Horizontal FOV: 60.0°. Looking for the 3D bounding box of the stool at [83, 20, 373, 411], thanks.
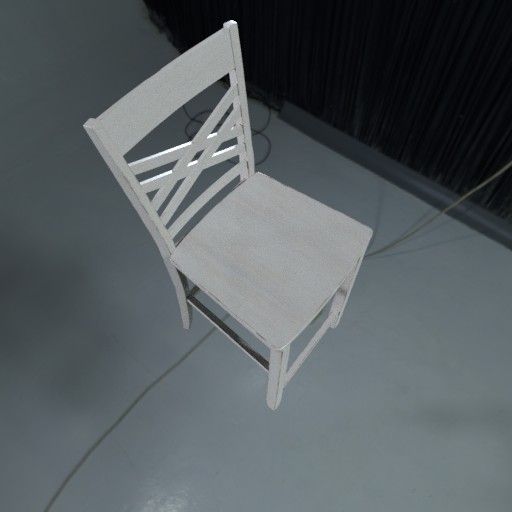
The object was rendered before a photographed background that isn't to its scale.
[{"bbox_3d":[0.000,0.000,1.347,0.539,1.079,0.462,34,64,19],"label":"stool"}]
